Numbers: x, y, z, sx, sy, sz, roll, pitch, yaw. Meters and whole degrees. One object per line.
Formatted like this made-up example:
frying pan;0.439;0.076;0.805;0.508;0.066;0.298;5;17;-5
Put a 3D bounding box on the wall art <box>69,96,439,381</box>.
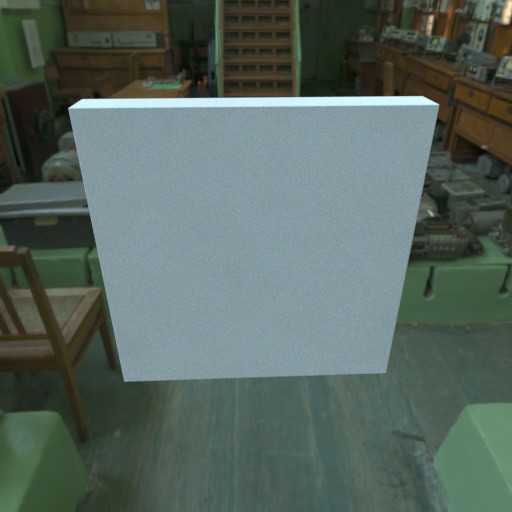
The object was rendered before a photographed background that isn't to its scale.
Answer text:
wall art;0.000;0.000;0.456;0.305;0.305;0.038;-1;30;-2
